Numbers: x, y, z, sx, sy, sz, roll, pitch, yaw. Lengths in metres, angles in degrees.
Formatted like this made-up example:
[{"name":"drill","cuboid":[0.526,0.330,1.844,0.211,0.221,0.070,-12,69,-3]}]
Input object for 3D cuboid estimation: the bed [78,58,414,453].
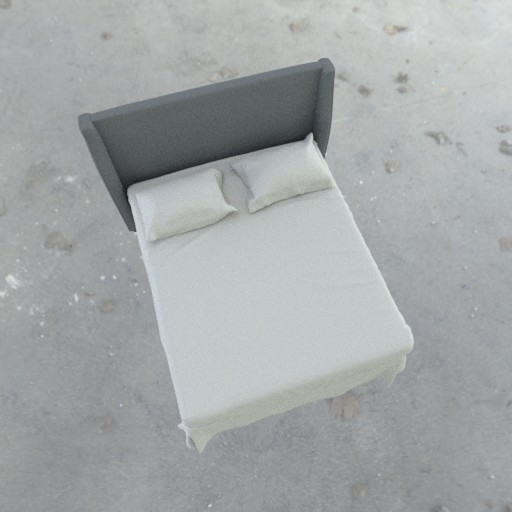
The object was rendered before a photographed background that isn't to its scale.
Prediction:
[{"name":"bed","cuboid":[0.000,0.000,3.331,1.925,1.332,2.276,-16,65,-8]}]
